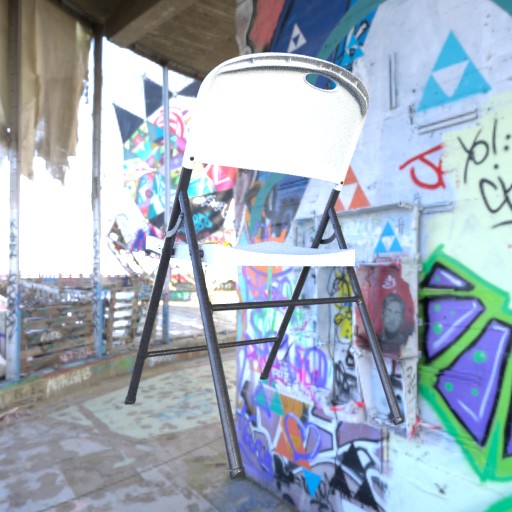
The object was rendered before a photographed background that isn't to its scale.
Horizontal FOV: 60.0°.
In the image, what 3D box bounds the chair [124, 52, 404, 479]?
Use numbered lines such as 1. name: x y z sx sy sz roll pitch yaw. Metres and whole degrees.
1. chair: 0.000 0.000 1.148 0.494 0.810 0.566 1 -2 -36
